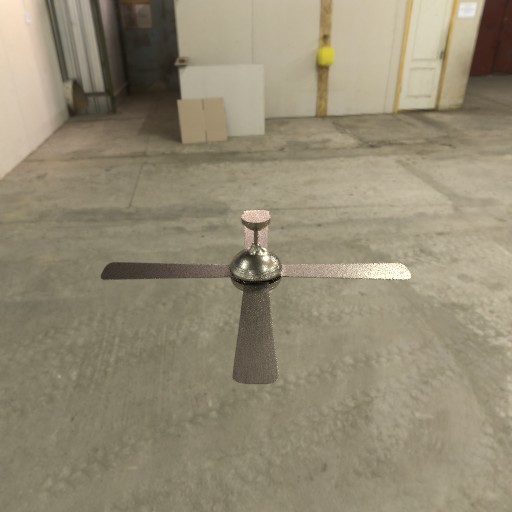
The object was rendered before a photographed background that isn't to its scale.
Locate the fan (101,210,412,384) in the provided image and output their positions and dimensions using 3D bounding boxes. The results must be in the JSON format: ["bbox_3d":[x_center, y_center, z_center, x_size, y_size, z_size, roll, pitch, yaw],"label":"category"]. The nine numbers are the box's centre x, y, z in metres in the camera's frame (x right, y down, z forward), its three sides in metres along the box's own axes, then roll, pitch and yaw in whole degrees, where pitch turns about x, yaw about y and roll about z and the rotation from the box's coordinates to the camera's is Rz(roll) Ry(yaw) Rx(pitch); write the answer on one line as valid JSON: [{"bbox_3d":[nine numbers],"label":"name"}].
[{"bbox_3d":[0.000,0.000,1.965,1.321,0.381,1.321,10,31,18],"label":"fan"}]
